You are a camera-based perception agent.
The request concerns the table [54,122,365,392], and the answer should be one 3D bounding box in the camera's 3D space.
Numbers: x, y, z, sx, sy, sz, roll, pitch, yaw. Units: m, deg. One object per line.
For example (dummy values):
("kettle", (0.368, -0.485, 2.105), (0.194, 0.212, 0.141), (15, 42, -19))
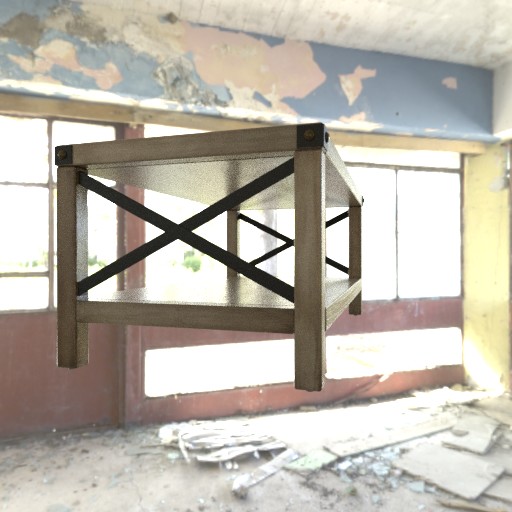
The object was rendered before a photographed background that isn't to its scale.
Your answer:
("table", (0.000, 0.000, 1.294), (0.559, 0.456, 1.016), (0, 0, 17))
